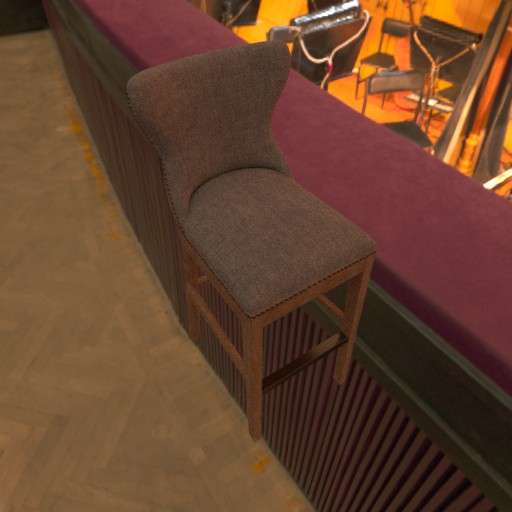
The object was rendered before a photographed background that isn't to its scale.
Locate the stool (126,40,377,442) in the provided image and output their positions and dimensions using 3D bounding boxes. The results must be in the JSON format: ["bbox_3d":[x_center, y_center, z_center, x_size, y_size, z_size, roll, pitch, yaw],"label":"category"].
[{"bbox_3d":[0.000,0.000,1.429,0.494,1.123,0.606,-25,50,-24],"label":"stool"}]
